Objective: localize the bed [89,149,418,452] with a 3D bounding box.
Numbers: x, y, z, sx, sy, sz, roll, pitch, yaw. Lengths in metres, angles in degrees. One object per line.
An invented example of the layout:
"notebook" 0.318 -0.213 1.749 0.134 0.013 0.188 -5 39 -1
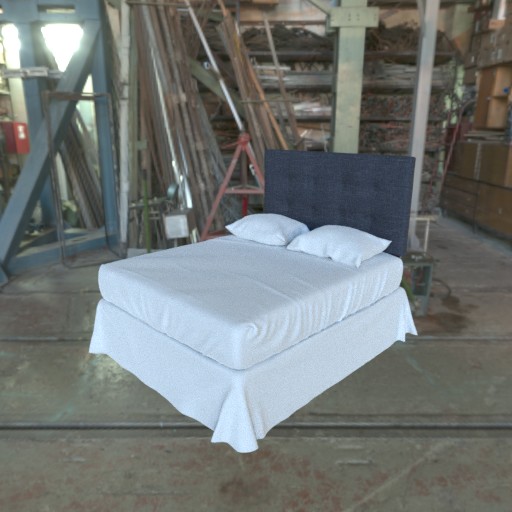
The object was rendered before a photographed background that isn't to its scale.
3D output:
"bed" 0.000 0.000 3.629 1.936 1.577 2.222 16 23 42
